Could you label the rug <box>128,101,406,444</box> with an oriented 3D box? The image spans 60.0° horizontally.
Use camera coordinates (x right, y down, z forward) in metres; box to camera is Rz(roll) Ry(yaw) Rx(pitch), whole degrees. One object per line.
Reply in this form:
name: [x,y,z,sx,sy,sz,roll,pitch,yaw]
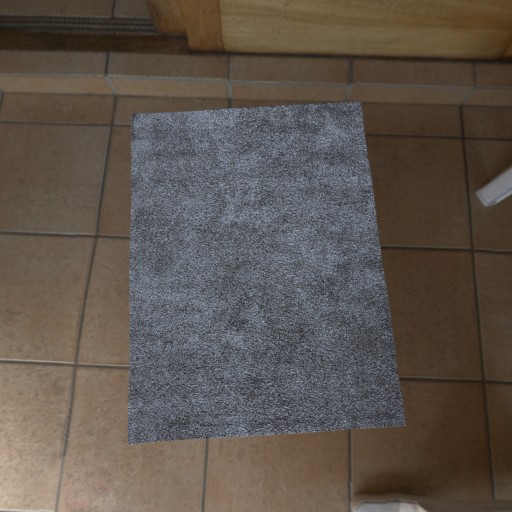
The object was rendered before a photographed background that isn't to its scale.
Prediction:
rug: [0.000,0.000,2.114,1.198,0.025,1.601,-3,75,-1]
